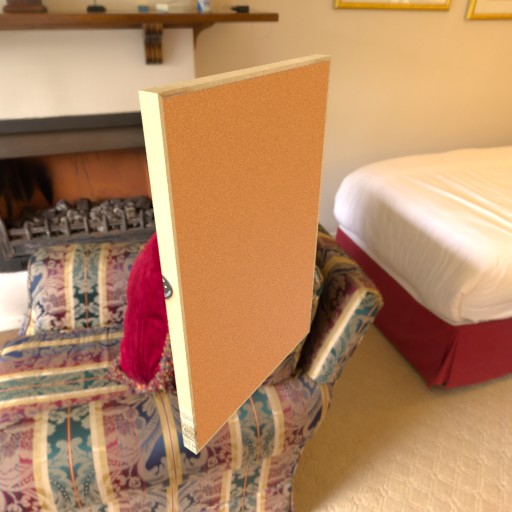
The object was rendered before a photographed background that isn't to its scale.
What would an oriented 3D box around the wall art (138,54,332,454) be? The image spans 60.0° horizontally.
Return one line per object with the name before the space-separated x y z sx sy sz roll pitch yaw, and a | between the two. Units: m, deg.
wall art | 0.000 0.000 0.974 0.038 0.764 0.508 20 36 30
